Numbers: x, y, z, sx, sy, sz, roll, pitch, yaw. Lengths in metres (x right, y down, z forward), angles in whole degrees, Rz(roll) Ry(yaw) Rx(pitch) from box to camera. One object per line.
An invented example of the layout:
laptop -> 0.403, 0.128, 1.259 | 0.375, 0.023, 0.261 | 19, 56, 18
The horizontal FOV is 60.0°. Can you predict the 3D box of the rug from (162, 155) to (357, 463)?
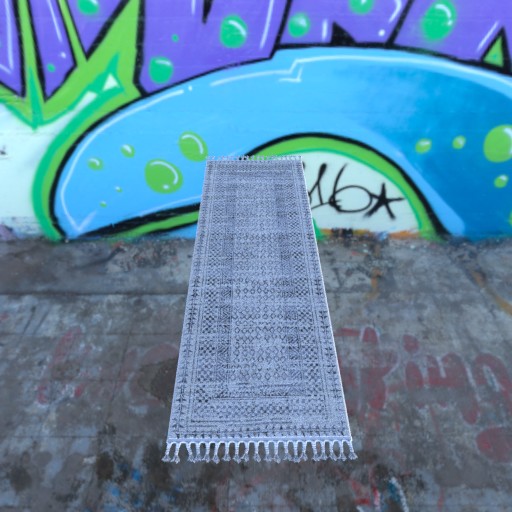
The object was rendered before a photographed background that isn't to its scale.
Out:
rug -> 0.000, 0.000, 2.685 | 0.786, 0.013, 2.480 | 0, 42, -1
